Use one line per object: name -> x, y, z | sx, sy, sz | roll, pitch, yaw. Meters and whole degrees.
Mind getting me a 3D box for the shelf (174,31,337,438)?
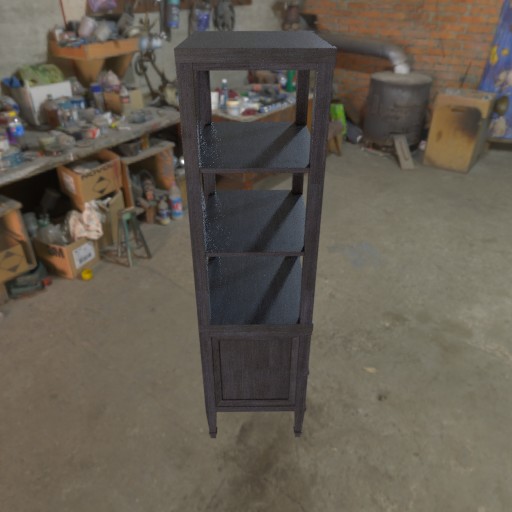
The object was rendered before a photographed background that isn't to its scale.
shelf -> 0.000, 0.000, 1.951 | 0.472, 1.727, 0.584 | 0, 31, -1
